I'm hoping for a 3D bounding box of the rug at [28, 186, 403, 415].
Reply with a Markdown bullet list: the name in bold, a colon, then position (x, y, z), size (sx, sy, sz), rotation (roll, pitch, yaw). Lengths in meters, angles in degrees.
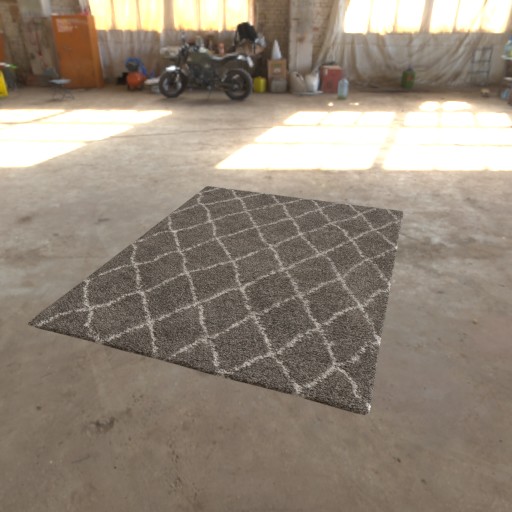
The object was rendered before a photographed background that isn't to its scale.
- **rug**: position (0.000, 0.000, 4.098), size (2.438, 0.029, 3.047), rotation (10, 31, 17)
